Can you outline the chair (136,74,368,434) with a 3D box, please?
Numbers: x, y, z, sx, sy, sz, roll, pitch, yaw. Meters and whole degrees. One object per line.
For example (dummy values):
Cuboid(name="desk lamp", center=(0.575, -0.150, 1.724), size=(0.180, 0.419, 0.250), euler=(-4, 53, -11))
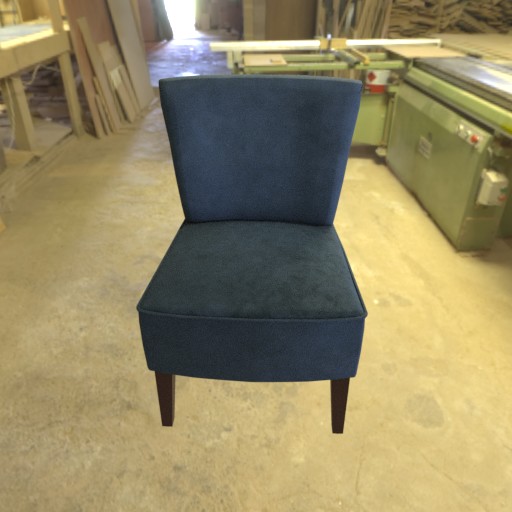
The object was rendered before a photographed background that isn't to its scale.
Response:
Cuboid(name="chair", center=(0.000, 0.000, 1.152), size=(0.521, 0.806, 0.551), euler=(1, 32, 2))
